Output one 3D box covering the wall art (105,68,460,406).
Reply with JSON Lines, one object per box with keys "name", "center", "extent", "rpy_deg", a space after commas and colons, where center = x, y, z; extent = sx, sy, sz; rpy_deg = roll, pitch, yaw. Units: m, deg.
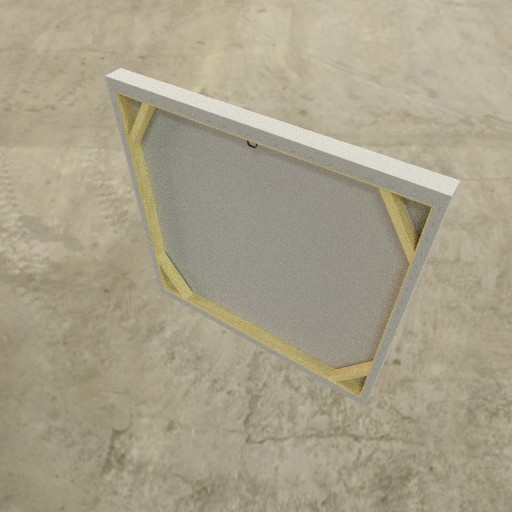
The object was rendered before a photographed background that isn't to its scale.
{"name": "wall art", "center": [0.000, 0.000, 0.902], "extent": [0.610, 0.610, 0.038], "rpy_deg": [25, 52, 22]}
